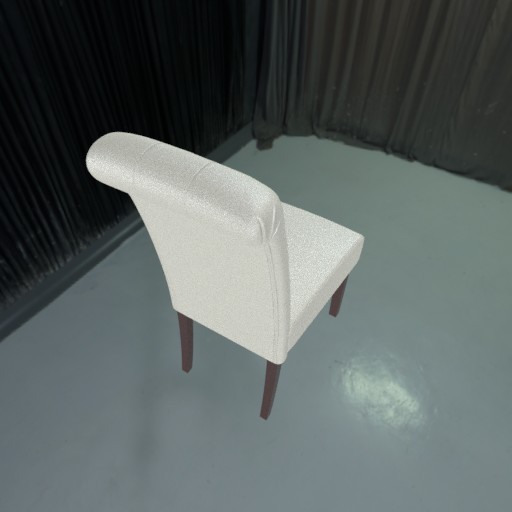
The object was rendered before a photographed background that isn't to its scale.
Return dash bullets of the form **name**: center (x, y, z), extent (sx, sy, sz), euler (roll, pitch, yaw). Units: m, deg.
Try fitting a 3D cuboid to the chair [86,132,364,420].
- **chair**: center (0.000, 0.000, 1.331), extent (0.456, 1.006, 0.671), euler (24, 51, 21)
